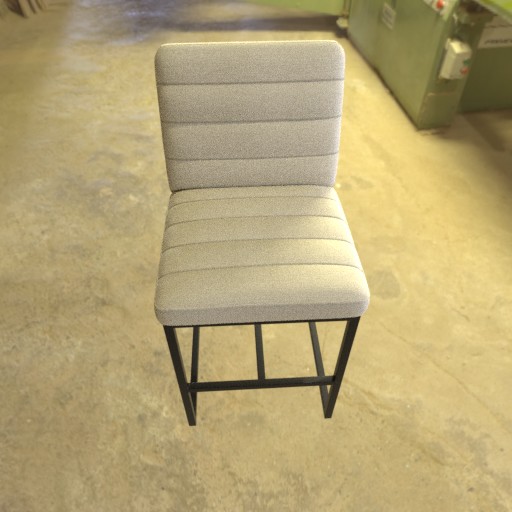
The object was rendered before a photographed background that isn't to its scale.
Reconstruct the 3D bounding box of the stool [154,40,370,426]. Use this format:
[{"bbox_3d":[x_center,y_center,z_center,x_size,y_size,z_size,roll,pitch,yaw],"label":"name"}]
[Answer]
[{"bbox_3d":[0.000,0.000,1.203,0.460,0.940,0.560,-2,46,-2],"label":"stool"}]
